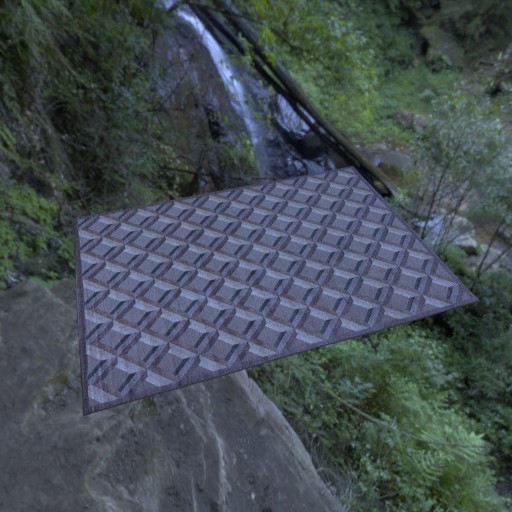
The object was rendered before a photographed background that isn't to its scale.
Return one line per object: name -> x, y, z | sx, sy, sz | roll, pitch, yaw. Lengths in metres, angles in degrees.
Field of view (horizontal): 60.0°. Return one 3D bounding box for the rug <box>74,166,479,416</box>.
rug -> 0.000, 0.000, 2.910 | 2.260, 0.013, 1.600 | -13, 44, -14
